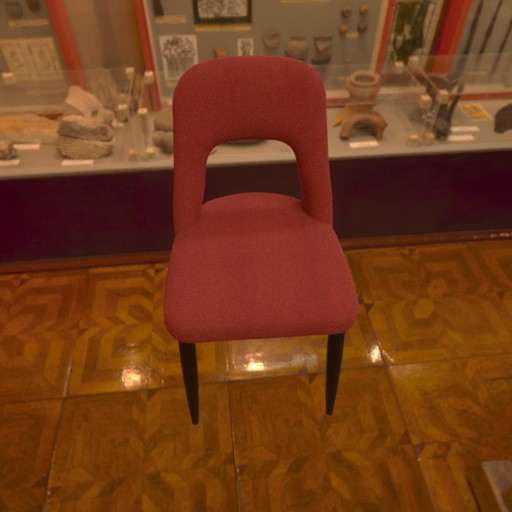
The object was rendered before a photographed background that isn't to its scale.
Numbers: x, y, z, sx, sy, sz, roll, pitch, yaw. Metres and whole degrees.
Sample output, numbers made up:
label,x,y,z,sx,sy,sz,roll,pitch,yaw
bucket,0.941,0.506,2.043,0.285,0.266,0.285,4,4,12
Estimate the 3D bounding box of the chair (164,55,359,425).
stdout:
label,x,y,z,sx,sy,sz,roll,pitch,yaw
chair,0.000,0.000,1.241,0.483,0.892,0.569,-3,47,-3
